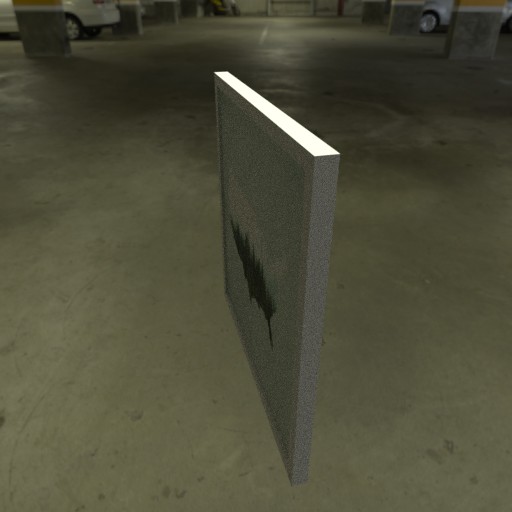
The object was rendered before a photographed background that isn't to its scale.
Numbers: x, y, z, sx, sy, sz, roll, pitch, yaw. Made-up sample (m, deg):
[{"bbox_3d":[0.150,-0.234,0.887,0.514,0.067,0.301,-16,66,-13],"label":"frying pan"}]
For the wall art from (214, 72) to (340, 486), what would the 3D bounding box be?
[{"bbox_3d":[0.000,0.000,1.121,0.038,0.762,0.762,-8,32,-13],"label":"wall art"}]
